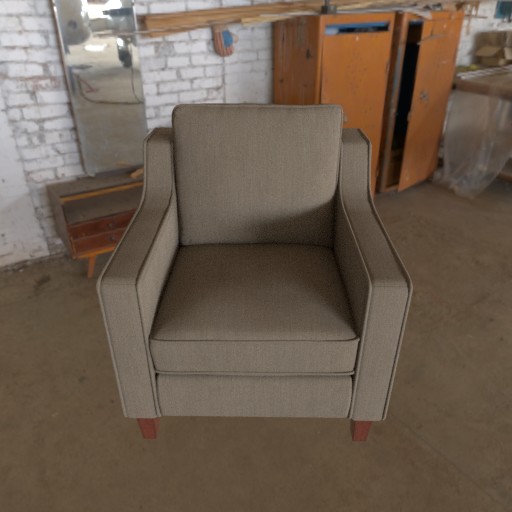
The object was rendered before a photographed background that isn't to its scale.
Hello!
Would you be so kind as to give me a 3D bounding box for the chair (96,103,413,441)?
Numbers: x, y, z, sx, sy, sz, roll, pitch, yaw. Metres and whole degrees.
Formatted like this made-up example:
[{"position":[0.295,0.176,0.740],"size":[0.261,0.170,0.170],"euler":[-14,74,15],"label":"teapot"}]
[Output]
[{"position":[0.000,0.000,1.601],"size":[0.831,0.960,0.909],"euler":[0,31,1],"label":"chair"}]
